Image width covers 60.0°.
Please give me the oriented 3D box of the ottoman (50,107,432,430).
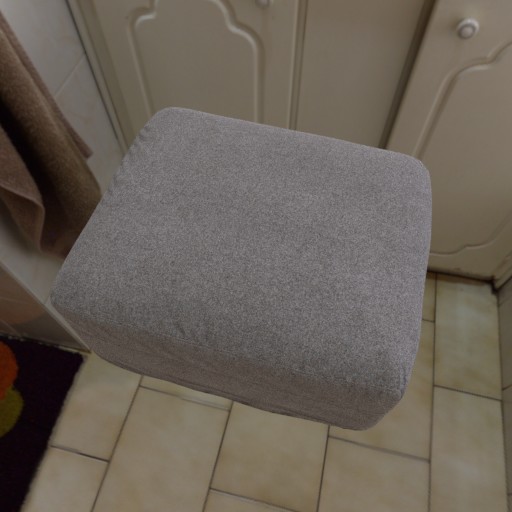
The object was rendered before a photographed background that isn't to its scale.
[{"bbox_3d":[0.000,0.000,1.203,0.837,0.481,0.683,14,59,8],"label":"ottoman"}]
